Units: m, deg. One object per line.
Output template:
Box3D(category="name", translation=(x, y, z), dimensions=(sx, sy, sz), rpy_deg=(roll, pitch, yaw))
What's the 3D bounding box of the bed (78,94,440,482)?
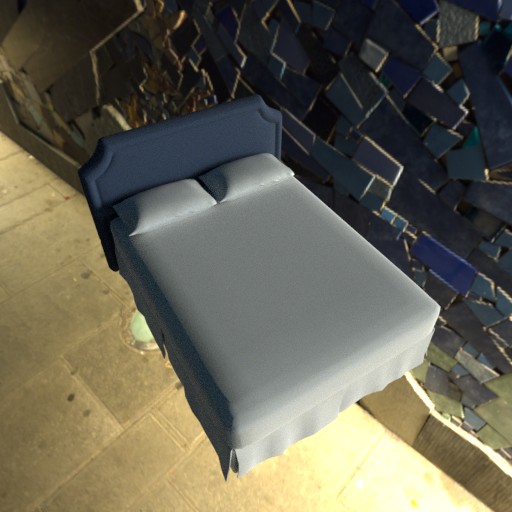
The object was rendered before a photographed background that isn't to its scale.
Box3D(category="bed", translation=(0.000, 0.000, 3.311), dimensions=(1.831, 1.297, 2.260), rpy_deg=(-24, 50, -21))
